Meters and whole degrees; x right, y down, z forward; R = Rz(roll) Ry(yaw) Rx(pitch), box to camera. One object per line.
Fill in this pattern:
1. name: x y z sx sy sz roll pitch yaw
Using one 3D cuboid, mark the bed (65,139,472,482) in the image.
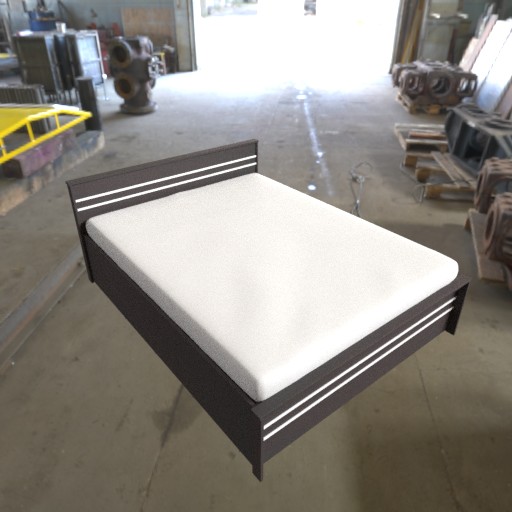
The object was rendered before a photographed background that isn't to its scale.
1. bed: 0.000 0.000 2.942 1.634 0.808 2.103 -22 37 -32
